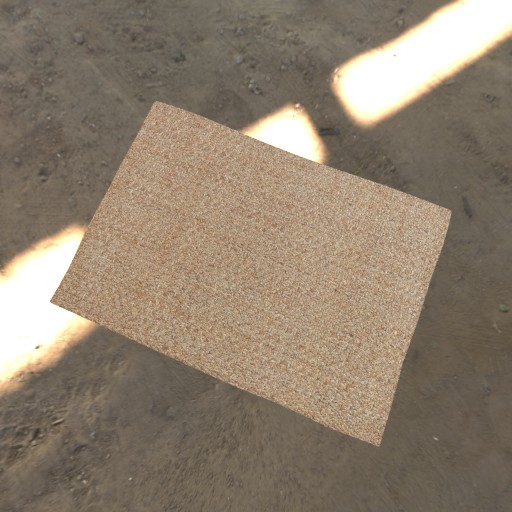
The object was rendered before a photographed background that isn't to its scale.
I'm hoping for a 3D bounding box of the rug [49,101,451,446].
[{"bbox_3d":[0.000,0.000,2.789,2.141,0.013,1.566,21,76,6],"label":"rug"}]
